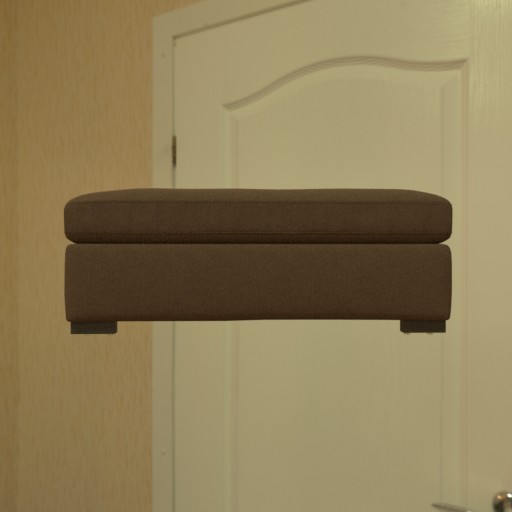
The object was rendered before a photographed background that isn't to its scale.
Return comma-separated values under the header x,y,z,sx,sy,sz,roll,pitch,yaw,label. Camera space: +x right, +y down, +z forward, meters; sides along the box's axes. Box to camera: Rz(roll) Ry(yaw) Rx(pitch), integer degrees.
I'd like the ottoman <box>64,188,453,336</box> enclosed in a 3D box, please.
x,y,z,sx,sy,sz,roll,pitch,yaw,label
0.000,0.000,1.887,1.181,0.470,1.181,0,0,-1,ottoman
